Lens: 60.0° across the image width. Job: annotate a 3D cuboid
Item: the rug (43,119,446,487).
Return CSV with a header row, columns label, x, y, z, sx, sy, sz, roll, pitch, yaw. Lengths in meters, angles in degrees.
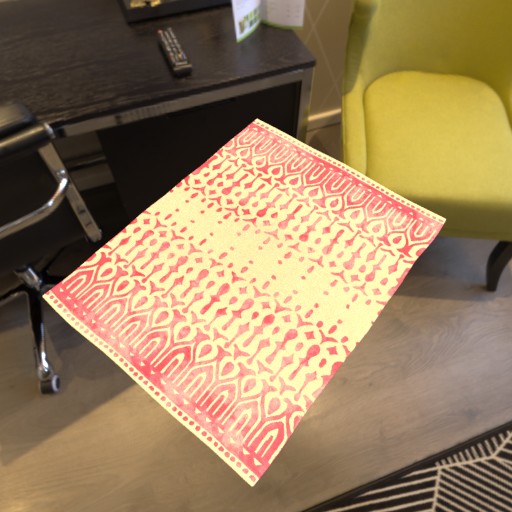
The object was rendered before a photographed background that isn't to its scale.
label,x,y,z,sx,sy,sz,roll,pitch,yaw
rug,0.000,0.000,4.181,2.441,0.016,3.095,34,63,20
